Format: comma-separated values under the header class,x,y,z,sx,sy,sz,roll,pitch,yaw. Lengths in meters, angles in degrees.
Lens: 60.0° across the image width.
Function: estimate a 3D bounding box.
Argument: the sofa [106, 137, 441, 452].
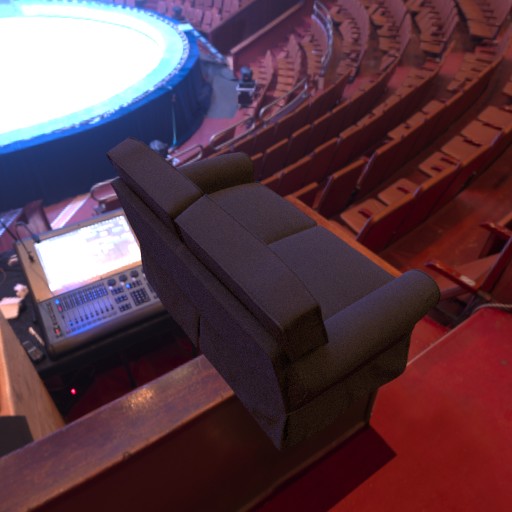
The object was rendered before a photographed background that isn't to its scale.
class,x,y,z,sx,sy,sz,roll,pitch,yaw
sofa,0.000,0.000,2.512,0.997,1.059,1.801,-25,46,-27
